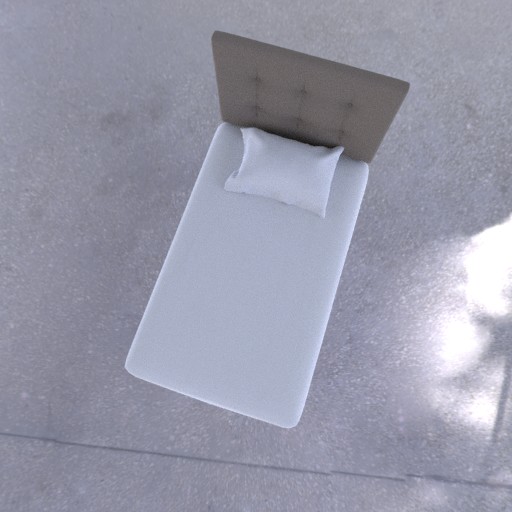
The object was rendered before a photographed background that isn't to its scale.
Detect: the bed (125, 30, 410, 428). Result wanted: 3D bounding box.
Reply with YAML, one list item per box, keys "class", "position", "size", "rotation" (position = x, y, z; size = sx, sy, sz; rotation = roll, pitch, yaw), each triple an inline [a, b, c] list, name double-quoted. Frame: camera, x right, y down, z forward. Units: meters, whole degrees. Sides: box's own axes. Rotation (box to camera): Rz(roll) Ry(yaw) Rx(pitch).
- class: "bed"
  position: [0.000, 0.000, 2.944]
  size: [1.261, 1.571, 1.997]
  rotation: [17, 75, 5]
